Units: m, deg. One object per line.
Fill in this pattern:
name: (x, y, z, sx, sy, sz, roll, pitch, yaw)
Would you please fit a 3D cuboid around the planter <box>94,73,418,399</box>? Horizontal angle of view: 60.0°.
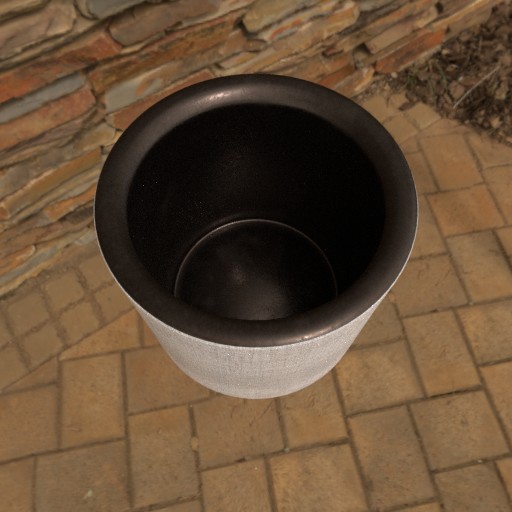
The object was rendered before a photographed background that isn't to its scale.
planter: (0.000, 0.000, 0.285, 0.160, 0.156, 0.160, 0, 64, 0)
